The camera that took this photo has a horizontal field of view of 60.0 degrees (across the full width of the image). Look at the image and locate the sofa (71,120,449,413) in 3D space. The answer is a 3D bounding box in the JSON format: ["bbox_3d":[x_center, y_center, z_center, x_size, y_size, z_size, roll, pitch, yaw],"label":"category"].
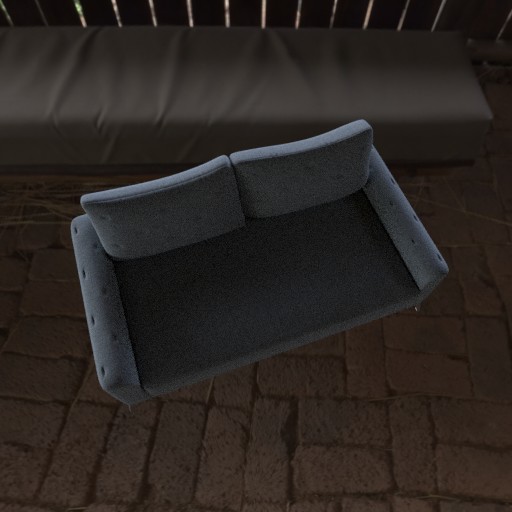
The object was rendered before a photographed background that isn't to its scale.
[{"bbox_3d":[0.000,0.000,2.183,1.650,0.790,0.920,-17,64,-9],"label":"sofa"}]
